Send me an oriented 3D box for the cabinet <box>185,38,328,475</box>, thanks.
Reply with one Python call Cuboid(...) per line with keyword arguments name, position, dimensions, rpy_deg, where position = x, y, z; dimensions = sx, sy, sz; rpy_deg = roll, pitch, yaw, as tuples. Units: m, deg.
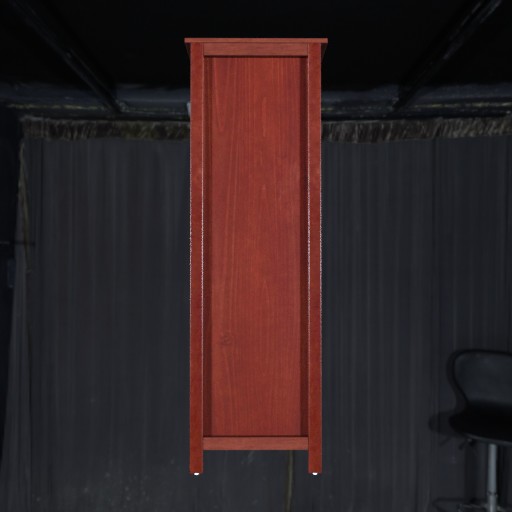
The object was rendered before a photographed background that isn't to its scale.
Cuboid(name="cabinet", position=(0.000, 0.000, 1.739), dimensions=(0.500, 1.518, 0.401), rpy_deg=(0, -1, 0))
